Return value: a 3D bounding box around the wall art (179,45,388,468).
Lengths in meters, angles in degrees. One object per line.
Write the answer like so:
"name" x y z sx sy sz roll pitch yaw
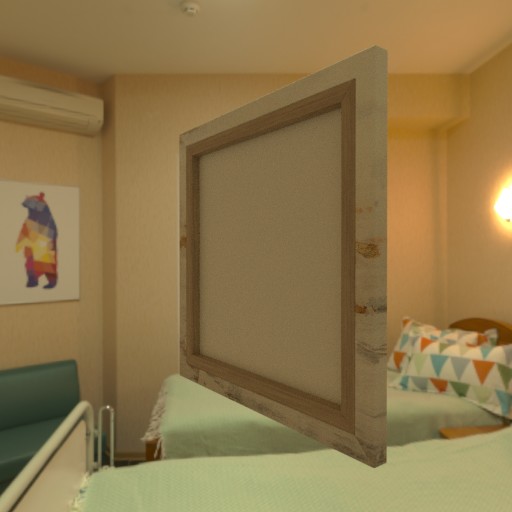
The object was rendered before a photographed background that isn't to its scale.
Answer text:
"wall art" 0.000 0.000 1.101 0.038 0.755 0.753 0 1 -37
